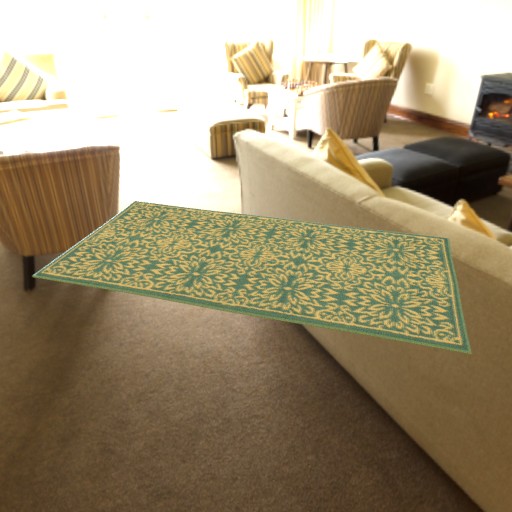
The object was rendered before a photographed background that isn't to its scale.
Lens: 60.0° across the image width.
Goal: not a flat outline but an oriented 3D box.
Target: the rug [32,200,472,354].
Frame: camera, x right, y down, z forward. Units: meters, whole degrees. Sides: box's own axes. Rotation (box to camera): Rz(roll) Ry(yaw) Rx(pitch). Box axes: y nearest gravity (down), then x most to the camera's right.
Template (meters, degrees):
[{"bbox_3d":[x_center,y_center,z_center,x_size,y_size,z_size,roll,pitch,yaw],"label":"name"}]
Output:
[{"bbox_3d":[0.000,0.000,1.429,1.219,0.007,0.604,8,31,14],"label":"rug"}]
